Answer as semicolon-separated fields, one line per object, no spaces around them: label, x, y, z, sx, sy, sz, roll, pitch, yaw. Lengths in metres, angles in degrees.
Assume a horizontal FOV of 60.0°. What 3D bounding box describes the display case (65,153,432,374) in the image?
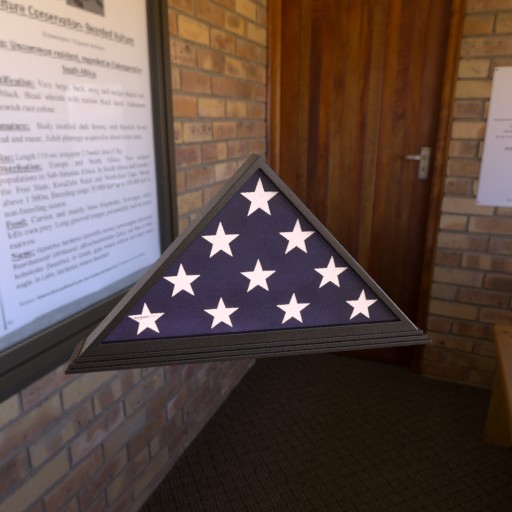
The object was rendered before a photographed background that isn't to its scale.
display case;0.000;0.000;0.762;0.640;0.340;0.095;-3;17;-9
